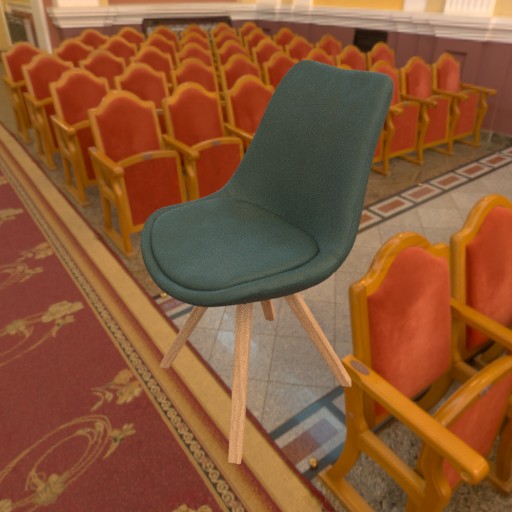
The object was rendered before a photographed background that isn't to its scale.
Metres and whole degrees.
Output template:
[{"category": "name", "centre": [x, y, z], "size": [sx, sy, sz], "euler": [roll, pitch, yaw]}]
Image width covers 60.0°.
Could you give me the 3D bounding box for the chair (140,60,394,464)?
[{"category": "chair", "centre": [0.000, 0.000, 1.141], "size": [0.547, 0.865, 0.483], "euler": [-21, 37, -30]}]
